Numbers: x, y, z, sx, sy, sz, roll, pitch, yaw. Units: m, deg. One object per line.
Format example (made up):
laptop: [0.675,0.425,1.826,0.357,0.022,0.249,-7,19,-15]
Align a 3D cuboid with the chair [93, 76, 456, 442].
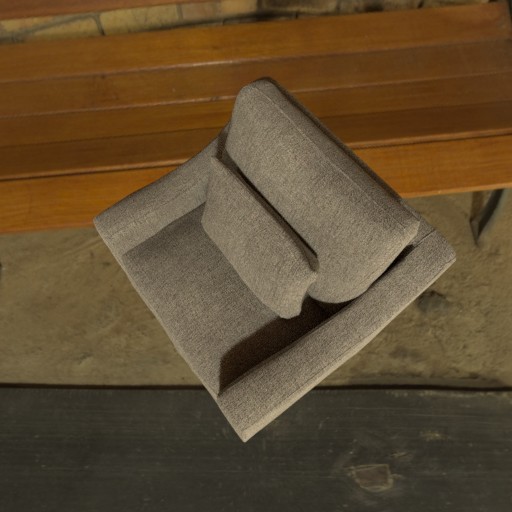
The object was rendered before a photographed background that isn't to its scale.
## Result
chair: [0.000,0.000,1.950,1.009,1.037,1.138,-35,69,-15]
